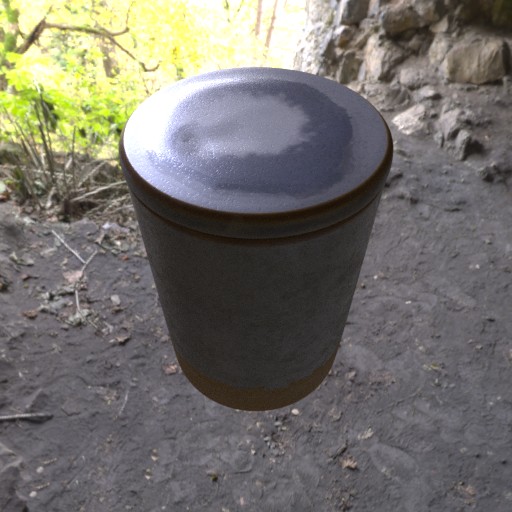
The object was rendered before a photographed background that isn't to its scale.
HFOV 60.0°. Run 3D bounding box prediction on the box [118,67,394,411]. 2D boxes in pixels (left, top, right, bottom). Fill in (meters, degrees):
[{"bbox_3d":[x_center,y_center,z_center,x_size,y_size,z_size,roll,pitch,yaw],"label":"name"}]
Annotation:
[{"bbox_3d":[0.000,0.000,0.252,0.118,0.168,0.118,0,48,0],"label":"box"}]
